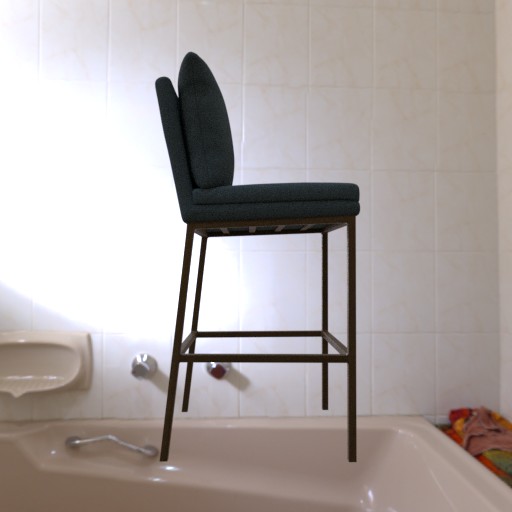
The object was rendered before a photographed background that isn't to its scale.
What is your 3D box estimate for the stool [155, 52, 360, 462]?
[{"bbox_3d":[0.000,0.000,1.427,0.568,1.124,0.463,0,-1,-1],"label":"stool"}]
